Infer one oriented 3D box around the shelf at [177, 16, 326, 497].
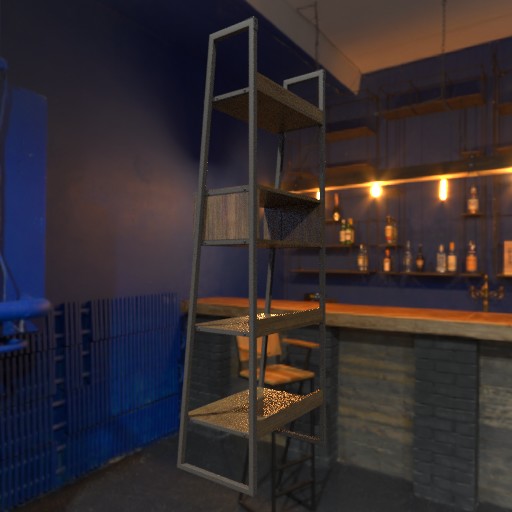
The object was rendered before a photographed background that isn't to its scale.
[{"bbox_3d":[0.000,0.000,2.239,0.454,2.005,0.652,-1,-1,36],"label":"shelf"}]
